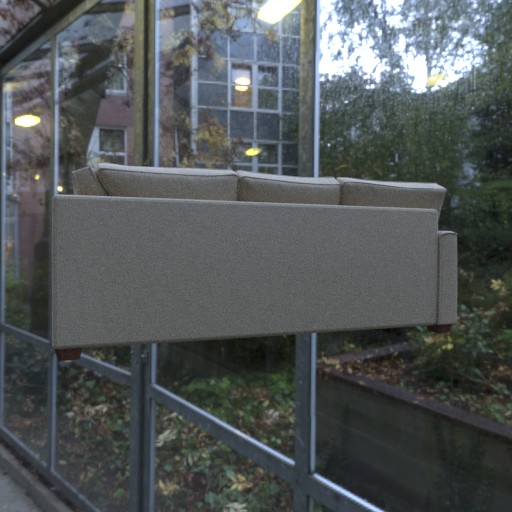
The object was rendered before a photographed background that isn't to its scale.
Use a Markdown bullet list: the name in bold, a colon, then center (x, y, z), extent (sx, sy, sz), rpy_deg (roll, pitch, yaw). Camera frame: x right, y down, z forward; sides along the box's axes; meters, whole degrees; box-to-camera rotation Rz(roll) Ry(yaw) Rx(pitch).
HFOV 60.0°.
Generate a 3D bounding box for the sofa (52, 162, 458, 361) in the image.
- **sofa**: center (0.000, 0.000, 2.872), extent (2.317, 0.962, 1.061), rpy_deg (0, 0, -19)
